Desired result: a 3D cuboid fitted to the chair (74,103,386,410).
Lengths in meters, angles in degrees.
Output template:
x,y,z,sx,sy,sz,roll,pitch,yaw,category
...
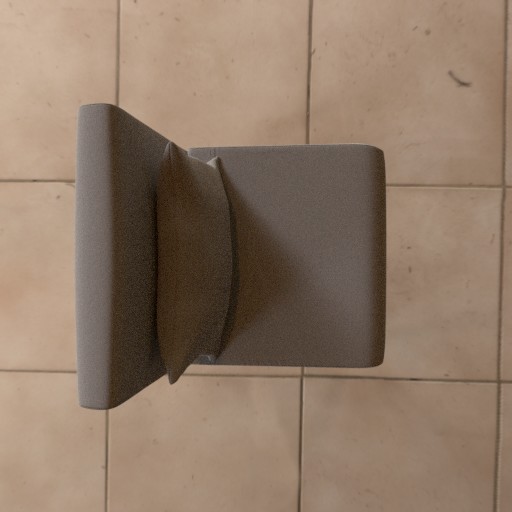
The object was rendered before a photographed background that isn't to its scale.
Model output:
x,y,z,sx,sy,sz,roll,pitch,yaw,category
0.000,0.000,1.478,0.902,0.808,0.770,0,90,1,chair
